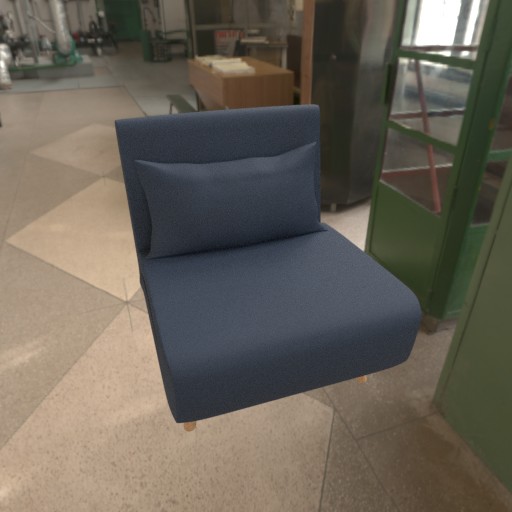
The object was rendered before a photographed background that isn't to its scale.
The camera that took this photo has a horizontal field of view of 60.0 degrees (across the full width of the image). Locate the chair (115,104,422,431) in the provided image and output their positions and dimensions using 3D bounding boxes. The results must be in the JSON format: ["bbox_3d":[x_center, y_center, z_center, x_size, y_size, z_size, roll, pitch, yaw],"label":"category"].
[{"bbox_3d":[0.000,0.000,1.507,0.770,0.808,0.900,-10,32,-16],"label":"chair"}]
